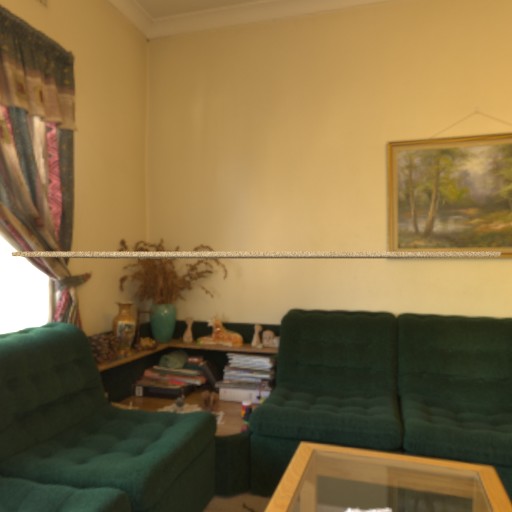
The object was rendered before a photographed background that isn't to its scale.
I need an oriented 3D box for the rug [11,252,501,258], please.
[{"bbox_3d":[0.000,0.000,2.872,2.346,0.025,1.500,0,-1,0],"label":"rug"}]
